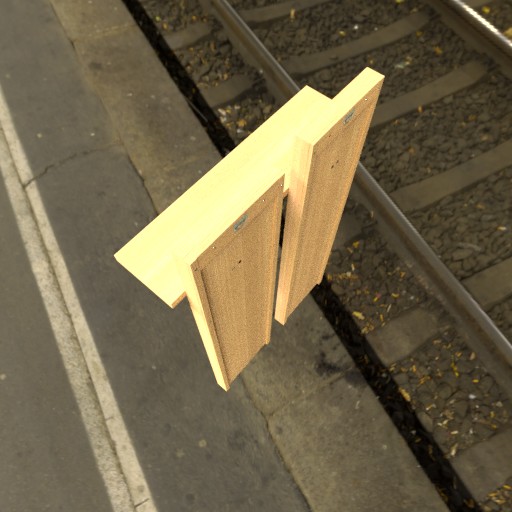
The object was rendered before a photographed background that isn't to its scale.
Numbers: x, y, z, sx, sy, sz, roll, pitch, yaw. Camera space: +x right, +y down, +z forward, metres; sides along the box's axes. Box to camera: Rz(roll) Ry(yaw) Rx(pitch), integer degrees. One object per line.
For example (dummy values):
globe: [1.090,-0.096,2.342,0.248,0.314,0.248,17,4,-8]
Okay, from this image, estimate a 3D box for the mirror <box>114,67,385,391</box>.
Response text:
mirror: [0.000,0.000,1.591,0.260,1.250,0.800,37,68,18]
